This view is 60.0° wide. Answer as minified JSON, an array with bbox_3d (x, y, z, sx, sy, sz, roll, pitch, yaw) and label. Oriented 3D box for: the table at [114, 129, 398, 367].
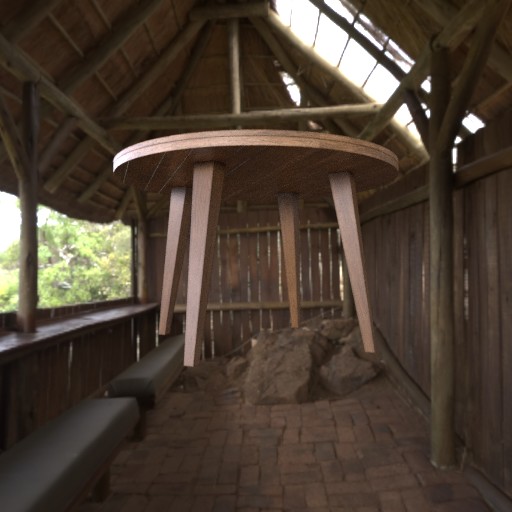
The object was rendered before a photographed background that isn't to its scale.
[{"bbox_3d":[0.000,0.000,1.975,1.213,0.764,1.213,0,-1,0],"label":"table"}]
